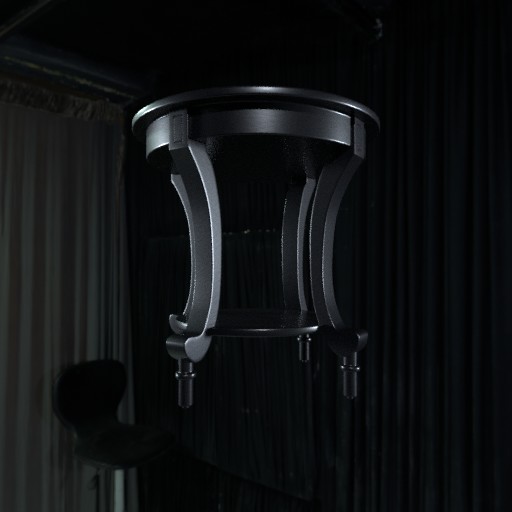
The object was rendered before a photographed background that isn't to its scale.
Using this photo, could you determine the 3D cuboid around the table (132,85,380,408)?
[{"bbox_3d":[0.000,0.000,1.104,0.597,0.618,0.597,0,-1,0],"label":"table"}]
